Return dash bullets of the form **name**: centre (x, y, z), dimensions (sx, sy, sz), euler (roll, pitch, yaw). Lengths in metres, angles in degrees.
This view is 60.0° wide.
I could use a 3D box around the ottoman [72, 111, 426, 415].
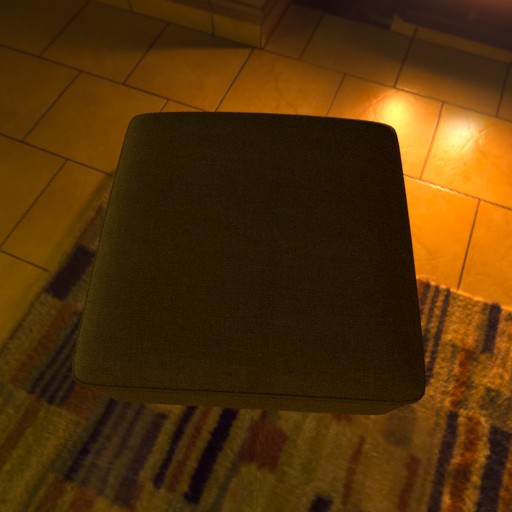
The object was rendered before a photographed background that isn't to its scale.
- **ottoman**: centre (0.000, 0.000, 1.668), dimensions (1.067, 0.559, 1.067), euler (3, 64, 1)
